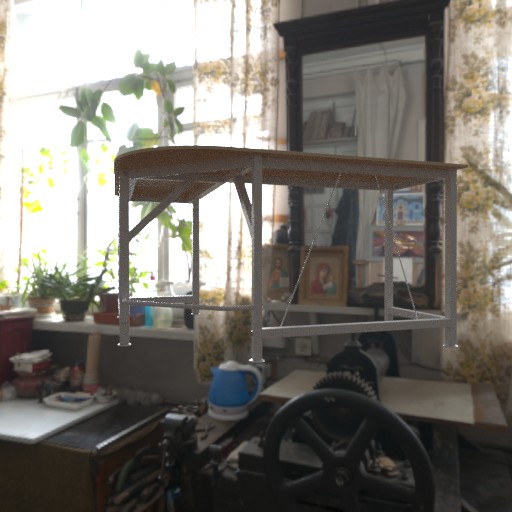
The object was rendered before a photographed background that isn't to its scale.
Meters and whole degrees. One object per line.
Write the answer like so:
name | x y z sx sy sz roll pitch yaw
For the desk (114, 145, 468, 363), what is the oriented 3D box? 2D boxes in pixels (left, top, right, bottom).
desk | 0.000 0.000 2.294 1.400 0.762 1.400 0 0 -18
